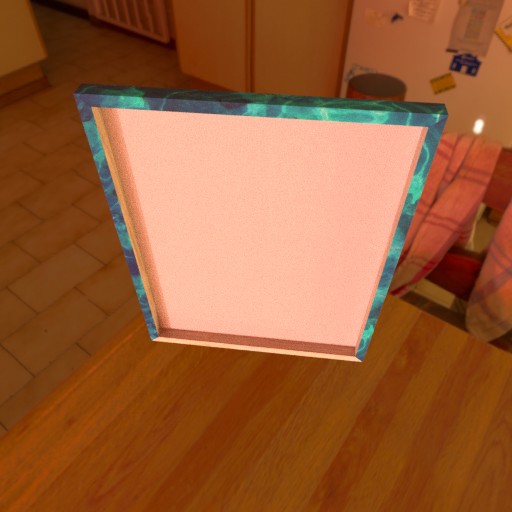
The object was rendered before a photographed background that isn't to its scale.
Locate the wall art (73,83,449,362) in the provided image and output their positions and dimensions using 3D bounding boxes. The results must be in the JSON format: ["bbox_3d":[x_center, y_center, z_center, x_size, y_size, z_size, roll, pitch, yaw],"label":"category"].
[{"bbox_3d":[0.000,0.000,1.005,0.609,0.760,0.038,5,47,4],"label":"wall art"}]
